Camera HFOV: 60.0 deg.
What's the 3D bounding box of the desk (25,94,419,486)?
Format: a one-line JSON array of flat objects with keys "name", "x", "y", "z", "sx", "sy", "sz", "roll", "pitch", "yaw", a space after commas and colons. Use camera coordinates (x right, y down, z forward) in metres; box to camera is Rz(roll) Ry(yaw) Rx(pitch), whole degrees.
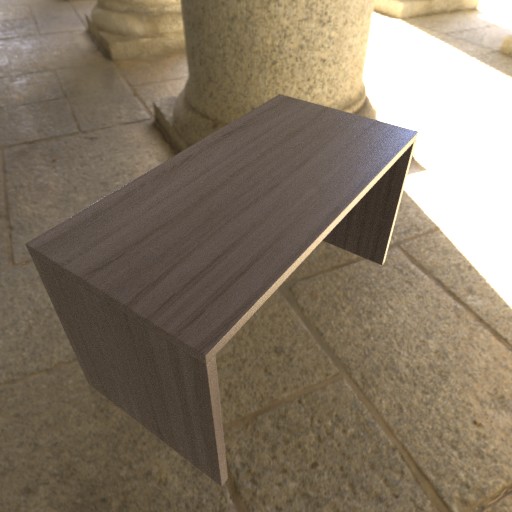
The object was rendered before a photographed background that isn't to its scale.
[{"name": "desk", "x": 0.000, "y": 0.000, "z": 1.824, "sx": 0.690, "sy": 0.745, "sz": 1.380, "roll": 25, "pitch": 47, "yaw": 26}]
